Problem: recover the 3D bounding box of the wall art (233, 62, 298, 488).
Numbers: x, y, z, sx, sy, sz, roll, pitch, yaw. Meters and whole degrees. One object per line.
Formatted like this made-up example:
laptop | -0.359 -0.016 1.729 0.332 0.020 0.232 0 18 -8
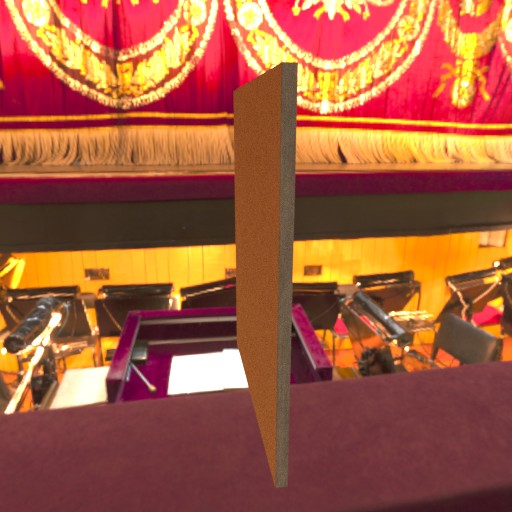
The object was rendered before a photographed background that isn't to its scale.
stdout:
wall art | 0.000 0.000 0.832 0.020 0.613 0.481 -3 17 -9
